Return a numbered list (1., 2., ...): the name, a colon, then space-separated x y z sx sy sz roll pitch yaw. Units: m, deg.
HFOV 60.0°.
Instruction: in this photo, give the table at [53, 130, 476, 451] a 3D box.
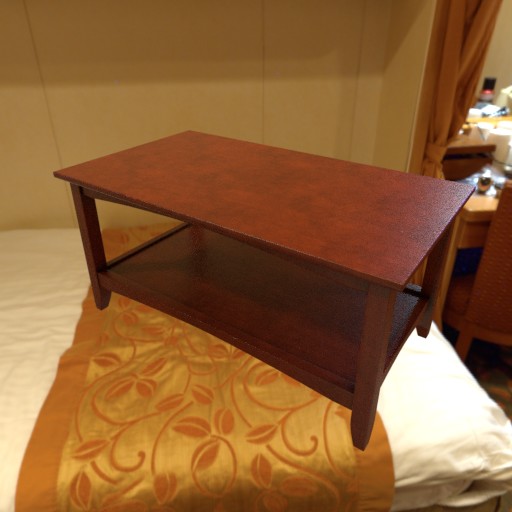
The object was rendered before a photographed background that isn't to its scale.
1. table: 0.000 0.000 1.242 0.943 0.456 0.533 19 35 30
